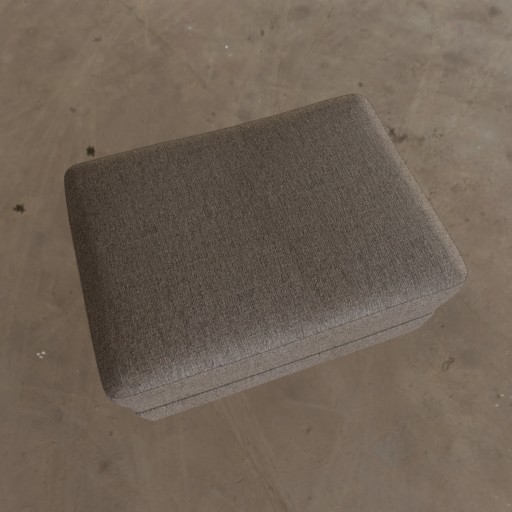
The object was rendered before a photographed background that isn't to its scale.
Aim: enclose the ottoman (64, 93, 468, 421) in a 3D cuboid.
[{"bbox_3d":[0.000,0.000,1.252,0.885,0.478,0.637,-17,66,-8],"label":"ottoman"}]
